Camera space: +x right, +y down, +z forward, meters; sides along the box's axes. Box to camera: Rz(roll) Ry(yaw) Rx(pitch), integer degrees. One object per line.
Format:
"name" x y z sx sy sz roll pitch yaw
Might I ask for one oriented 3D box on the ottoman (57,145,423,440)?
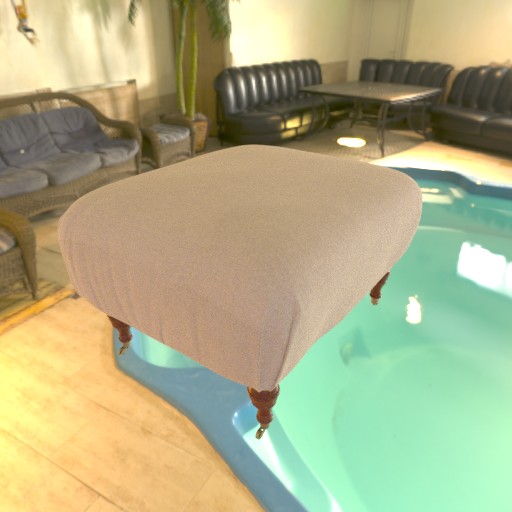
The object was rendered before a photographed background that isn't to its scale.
"ottoman" 0.000 0.000 1.133 0.622 0.450 0.746 19 33 32
